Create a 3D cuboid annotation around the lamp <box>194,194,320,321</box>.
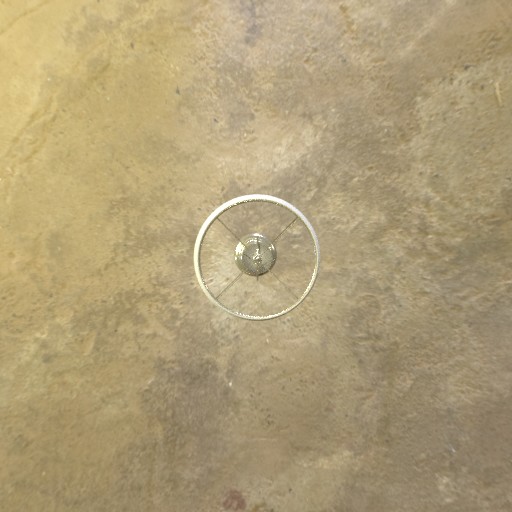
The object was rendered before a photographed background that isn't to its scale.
[{"bbox_3d":[0.000,0.000,1.672,0.327,1.506,0.327,0,90,0],"label":"lamp"}]
